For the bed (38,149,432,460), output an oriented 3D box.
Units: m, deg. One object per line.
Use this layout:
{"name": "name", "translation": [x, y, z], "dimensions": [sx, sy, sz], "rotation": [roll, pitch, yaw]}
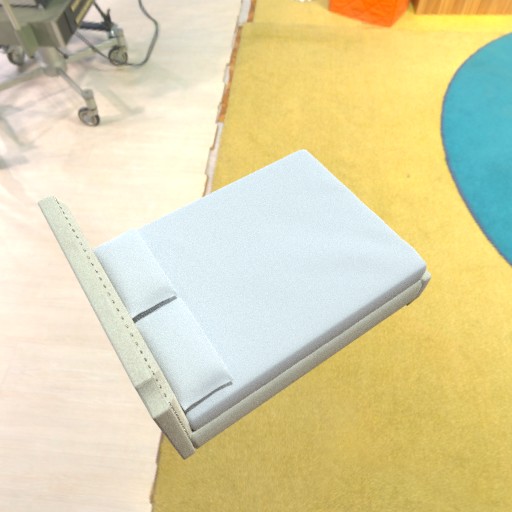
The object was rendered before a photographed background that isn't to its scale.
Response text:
{"name": "bed", "translation": [0.000, 0.000, 3.442], "dimensions": [2.381, 1.457, 1.713], "rotation": [-29, 61, -18]}
